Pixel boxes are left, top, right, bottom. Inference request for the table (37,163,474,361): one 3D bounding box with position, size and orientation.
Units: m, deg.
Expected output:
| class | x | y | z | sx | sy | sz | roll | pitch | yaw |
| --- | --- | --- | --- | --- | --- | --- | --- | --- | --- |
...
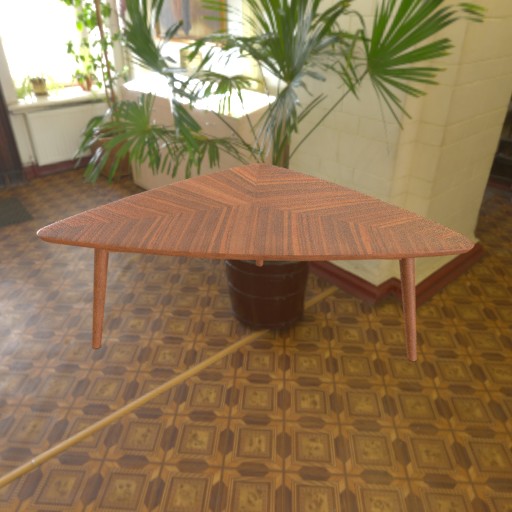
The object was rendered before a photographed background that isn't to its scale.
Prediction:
| class | x | y | z | sx | sy | sz | roll | pitch | yaw |
| --- | --- | --- | --- | --- | --- | --- | --- | --- | --- |
| table | 0.000 | 0.000 | 1.304 | 1.008 | 0.365 | 0.601 | 2 | 31 | 3 |
